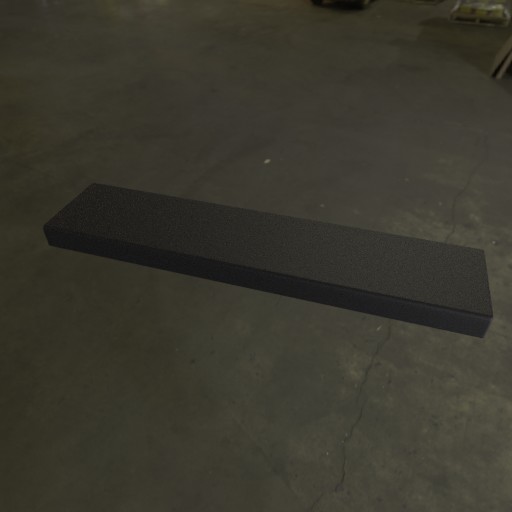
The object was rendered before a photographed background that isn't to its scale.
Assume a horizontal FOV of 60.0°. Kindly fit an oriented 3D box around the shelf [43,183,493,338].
[{"bbox_3d":[0.000,0.000,0.483,0.456,0.053,0.102,11,41,13],"label":"shelf"}]
